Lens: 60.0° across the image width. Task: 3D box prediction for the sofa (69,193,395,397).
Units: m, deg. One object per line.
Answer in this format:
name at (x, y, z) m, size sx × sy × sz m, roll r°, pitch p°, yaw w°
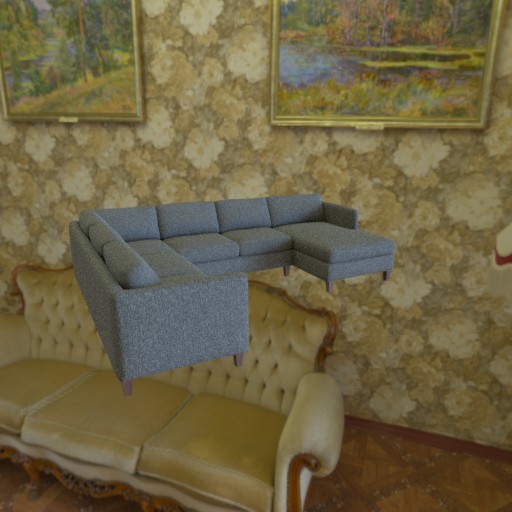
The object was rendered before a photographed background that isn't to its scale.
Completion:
sofa at (0.000, 0.000, 4.444) m, size 3.238 × 0.853 × 2.551 m, roll -8°, pitch 18°, yaw -27°
